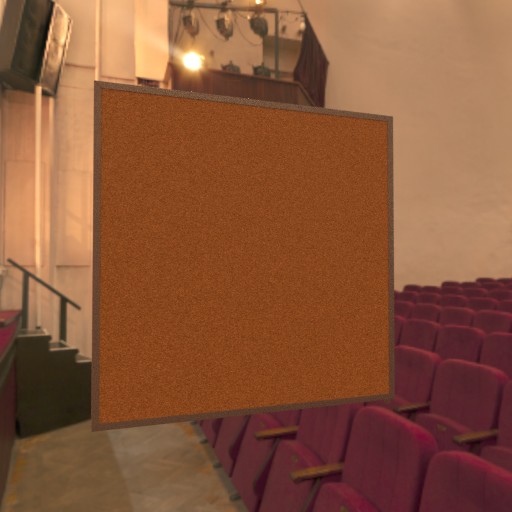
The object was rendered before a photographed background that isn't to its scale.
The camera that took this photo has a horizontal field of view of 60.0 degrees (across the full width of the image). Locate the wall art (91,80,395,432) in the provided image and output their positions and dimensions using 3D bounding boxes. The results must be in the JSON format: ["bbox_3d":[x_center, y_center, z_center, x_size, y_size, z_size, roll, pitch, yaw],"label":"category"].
[{"bbox_3d":[0.000,0.000,0.505,0.349,0.349,0.028,0,-1,-18],"label":"wall art"}]
